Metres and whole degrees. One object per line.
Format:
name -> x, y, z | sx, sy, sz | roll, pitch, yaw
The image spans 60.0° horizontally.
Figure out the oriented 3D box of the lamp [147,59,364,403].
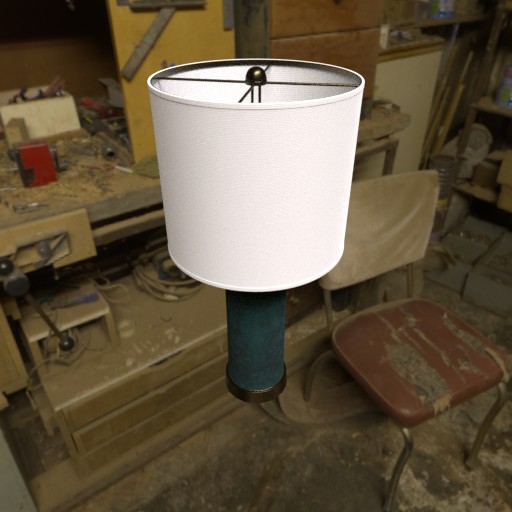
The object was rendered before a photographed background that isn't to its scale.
lamp -> 0.000, 0.000, 0.789 | 0.301, 0.630, 0.301 | -21, 38, -29
